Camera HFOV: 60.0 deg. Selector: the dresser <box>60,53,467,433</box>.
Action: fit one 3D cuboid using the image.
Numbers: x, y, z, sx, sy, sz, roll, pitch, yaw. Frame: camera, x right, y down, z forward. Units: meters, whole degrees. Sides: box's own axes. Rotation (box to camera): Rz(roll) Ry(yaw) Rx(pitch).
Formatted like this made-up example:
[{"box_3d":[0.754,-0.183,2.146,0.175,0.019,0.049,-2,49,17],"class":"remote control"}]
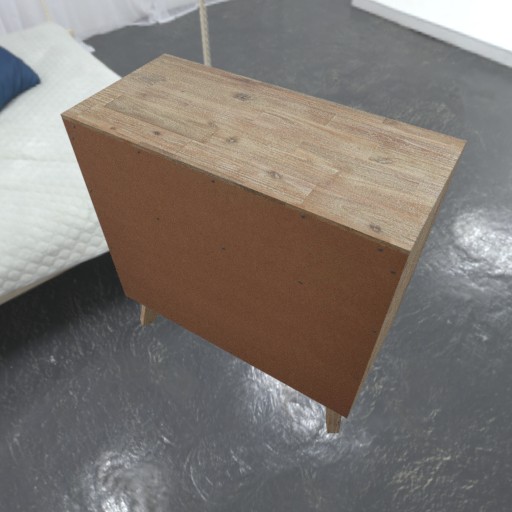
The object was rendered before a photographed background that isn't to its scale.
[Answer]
[{"box_3d":[0.000,0.000,1.567,0.998,1.029,0.455,24,52,21],"class":"dresser"}]
